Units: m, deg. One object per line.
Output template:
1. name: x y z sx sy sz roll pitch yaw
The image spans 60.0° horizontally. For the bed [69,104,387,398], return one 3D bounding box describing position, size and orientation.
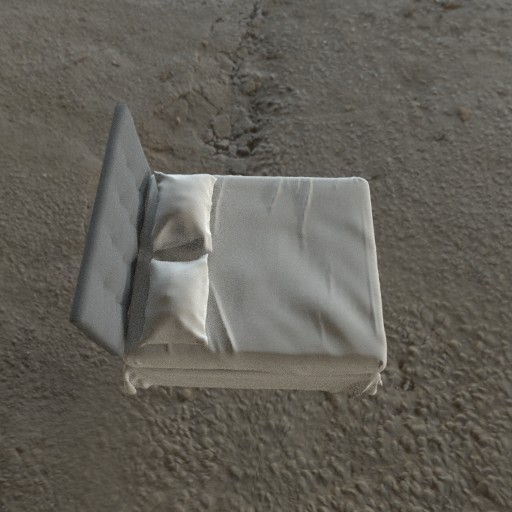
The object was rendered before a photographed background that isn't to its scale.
1. bed: 0.000 0.000 3.503 2.222 1.577 1.936 1 64 1
